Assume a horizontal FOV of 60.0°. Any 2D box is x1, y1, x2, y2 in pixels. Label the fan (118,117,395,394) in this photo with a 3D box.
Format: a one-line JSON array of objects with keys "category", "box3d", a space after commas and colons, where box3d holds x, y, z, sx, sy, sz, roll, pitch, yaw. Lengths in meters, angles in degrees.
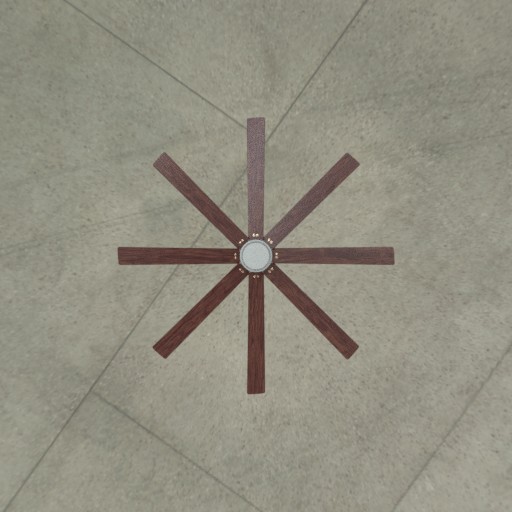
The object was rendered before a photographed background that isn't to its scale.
[{"category": "fan", "box3d": [0.000, 0.000, 2.802, 1.830, 0.472, 1.830, 0, 90, 0]}]
